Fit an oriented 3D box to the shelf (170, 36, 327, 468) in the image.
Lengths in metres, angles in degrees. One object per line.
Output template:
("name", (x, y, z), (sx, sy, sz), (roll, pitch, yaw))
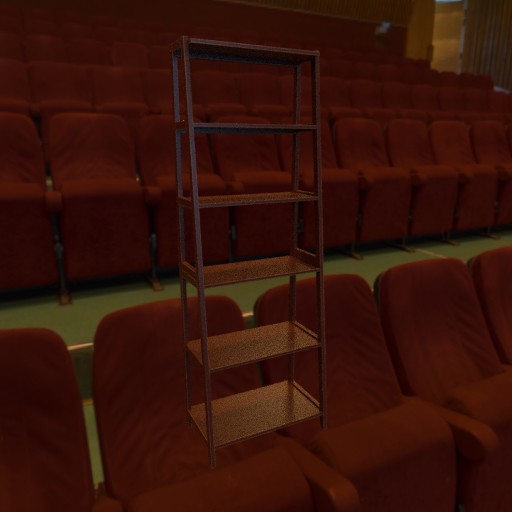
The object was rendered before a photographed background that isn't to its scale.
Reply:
("shelf", (0.000, 0.000, 2.151), (0.660, 1.892, 0.381), (-7, 16, -26))
